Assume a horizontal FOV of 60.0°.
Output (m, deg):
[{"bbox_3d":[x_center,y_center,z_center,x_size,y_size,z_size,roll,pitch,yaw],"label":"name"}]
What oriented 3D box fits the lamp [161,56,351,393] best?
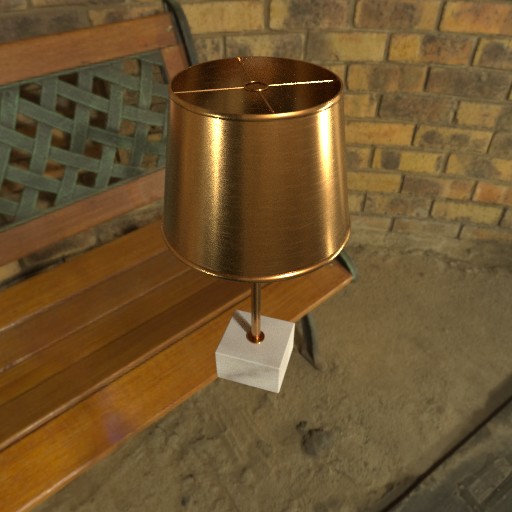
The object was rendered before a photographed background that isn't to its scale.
[{"bbox_3d":[0.000,0.000,0.526,0.208,0.406,0.208,0,40,0],"label":"lamp"}]
